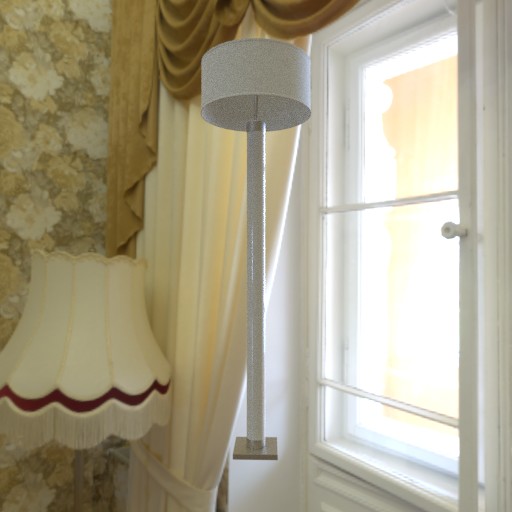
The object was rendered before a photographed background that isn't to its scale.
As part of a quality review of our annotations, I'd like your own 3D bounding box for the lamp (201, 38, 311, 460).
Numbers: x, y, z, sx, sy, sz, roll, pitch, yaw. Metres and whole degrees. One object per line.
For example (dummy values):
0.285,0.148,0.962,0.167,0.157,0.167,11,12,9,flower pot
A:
0.000,0.000,1.685,0.420,1.475,0.420,0,-1,2,lamp
